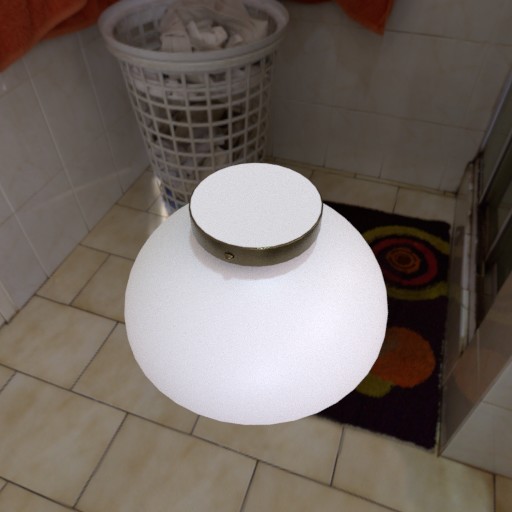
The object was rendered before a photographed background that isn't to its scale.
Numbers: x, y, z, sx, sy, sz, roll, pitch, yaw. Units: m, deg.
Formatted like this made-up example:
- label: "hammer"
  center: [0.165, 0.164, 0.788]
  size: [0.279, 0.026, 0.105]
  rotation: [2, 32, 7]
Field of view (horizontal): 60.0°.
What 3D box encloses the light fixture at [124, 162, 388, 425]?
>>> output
- label: "light fixture"
  center: [0.000, 0.000, 0.554]
  size: [0.355, 0.177, 0.355]
  rotation: [0, 47, 0]
